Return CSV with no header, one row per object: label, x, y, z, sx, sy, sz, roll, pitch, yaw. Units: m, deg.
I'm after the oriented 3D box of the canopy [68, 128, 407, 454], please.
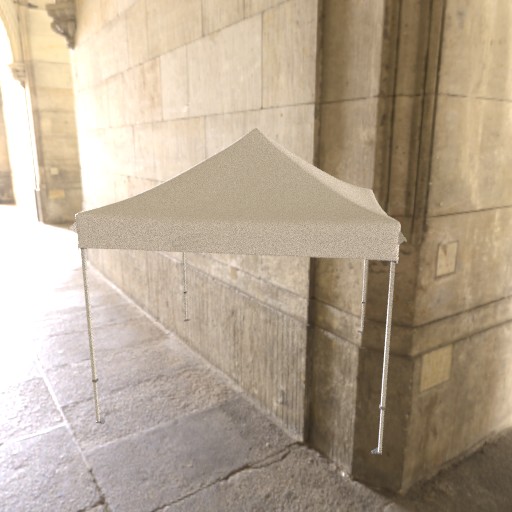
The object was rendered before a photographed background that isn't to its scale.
canopy,0.000,0.000,5.400,2.996,2.998,2.994,2,14,9
